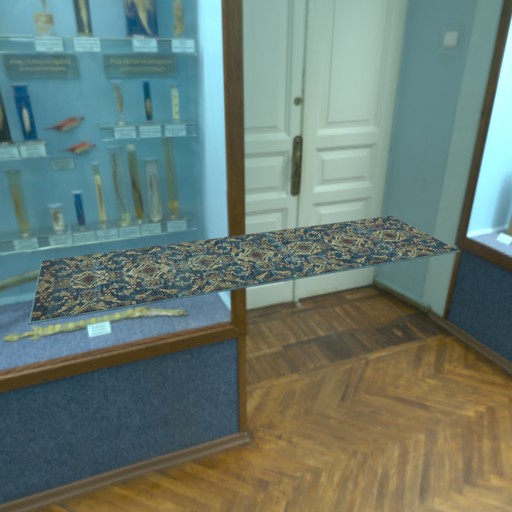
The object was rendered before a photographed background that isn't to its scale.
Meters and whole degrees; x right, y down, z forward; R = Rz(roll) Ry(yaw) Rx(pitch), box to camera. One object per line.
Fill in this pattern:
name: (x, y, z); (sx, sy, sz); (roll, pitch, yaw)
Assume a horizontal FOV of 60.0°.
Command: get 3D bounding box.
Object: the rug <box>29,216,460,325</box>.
rug: (0.000, 0.000, 2.525); (2.292, 0.014, 0.685); (-8, 25, -18)
